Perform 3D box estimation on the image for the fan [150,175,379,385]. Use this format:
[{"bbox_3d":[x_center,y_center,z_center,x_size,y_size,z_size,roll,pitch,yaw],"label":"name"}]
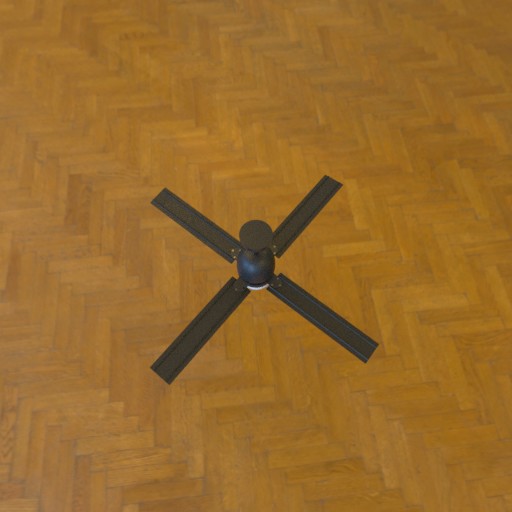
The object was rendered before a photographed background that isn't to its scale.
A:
[{"bbox_3d":[0.000,0.000,2.009,1.319,0.410,1.319,35,69,15],"label":"fan"}]
